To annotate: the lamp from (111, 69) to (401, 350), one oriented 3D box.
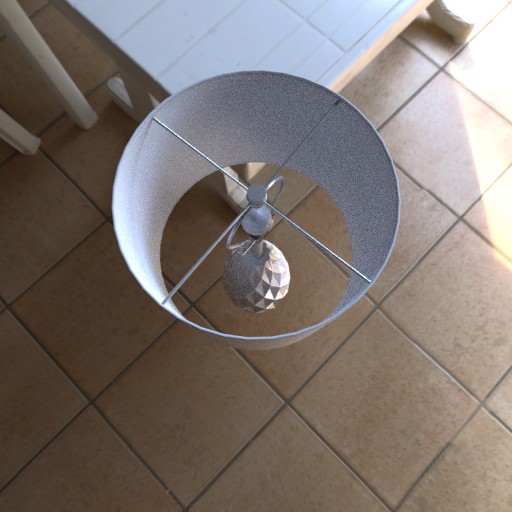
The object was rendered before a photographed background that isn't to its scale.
[{"bbox_3d":[0.000,0.000,0.704,0.297,0.522,0.297,0,76,0],"label":"lamp"}]
